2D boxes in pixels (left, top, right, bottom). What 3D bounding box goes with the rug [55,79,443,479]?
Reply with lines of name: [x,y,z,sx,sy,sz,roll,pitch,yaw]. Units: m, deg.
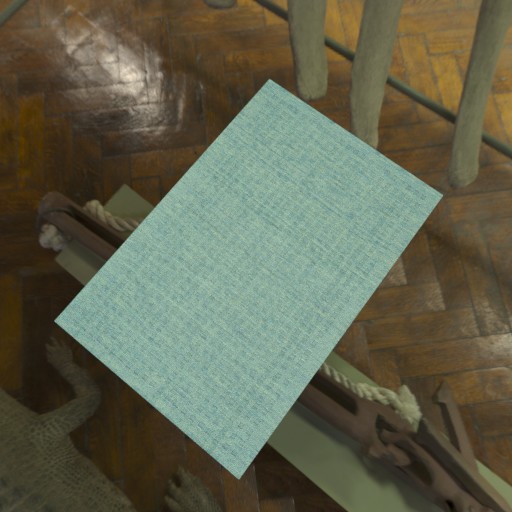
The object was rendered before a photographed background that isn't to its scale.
rug: [0.000,0.000,2.973,1.522,0.006,2.286,37,78,9]
